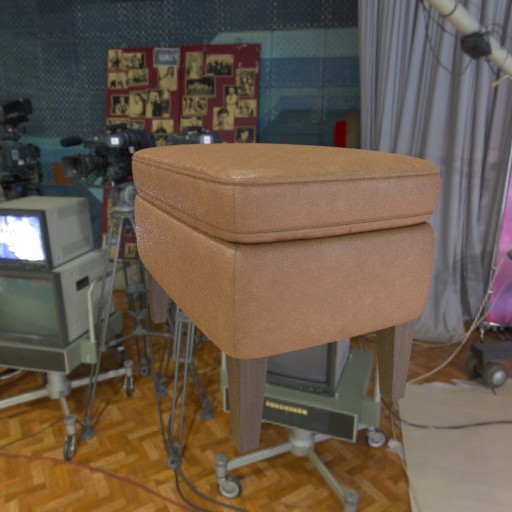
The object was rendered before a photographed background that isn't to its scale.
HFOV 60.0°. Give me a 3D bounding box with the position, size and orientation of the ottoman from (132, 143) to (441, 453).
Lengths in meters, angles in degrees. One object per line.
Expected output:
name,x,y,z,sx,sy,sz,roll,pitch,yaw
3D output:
ottoman,0.000,0.000,0.984,0.420,0.480,0.670,-8,18,-25
